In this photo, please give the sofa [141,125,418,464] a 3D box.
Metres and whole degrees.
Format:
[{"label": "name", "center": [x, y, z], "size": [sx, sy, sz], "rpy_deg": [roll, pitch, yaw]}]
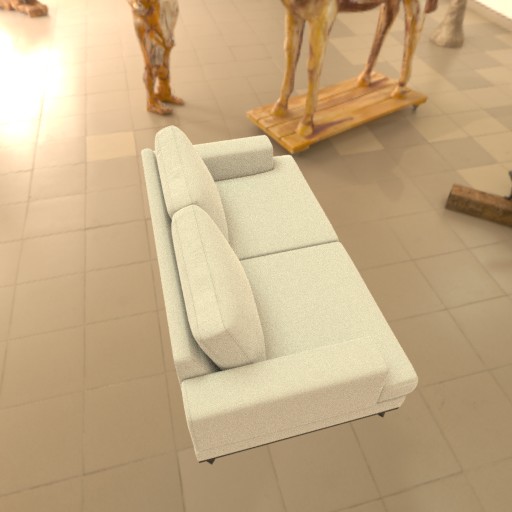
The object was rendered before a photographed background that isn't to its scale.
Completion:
[{"label": "sofa", "center": [0.000, 0.000, 2.203], "size": [0.920, 0.810, 1.650], "rpy_deg": [-11, 47, -10]}]
